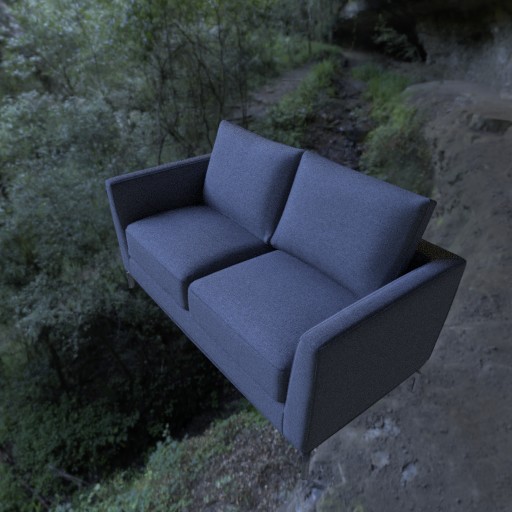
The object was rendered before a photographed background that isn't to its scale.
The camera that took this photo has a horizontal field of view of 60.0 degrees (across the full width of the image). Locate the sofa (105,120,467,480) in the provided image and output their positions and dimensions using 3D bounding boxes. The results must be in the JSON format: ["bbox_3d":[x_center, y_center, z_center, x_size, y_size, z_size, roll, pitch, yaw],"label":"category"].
[{"bbox_3d":[0.000,0.000,2.109,0.803,0.924,1.594,-22,38,-31],"label":"sofa"}]
